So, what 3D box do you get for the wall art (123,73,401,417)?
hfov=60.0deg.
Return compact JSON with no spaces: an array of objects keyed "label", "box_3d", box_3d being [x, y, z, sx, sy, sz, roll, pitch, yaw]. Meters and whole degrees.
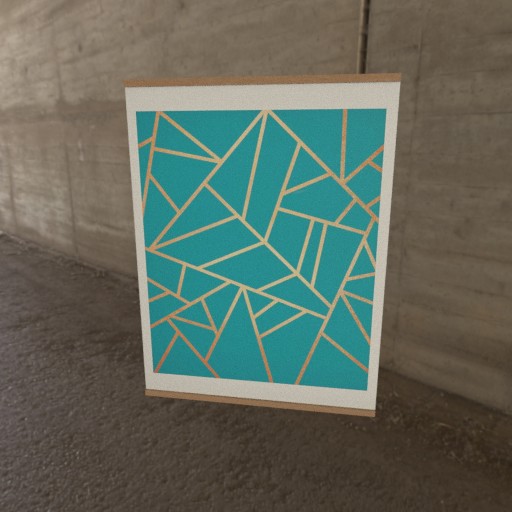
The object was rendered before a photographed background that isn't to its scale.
[{"label":"wall art","box_3d":[0.000,0.000,0.805,0.459,0.608,0.012,2,15,9]}]
